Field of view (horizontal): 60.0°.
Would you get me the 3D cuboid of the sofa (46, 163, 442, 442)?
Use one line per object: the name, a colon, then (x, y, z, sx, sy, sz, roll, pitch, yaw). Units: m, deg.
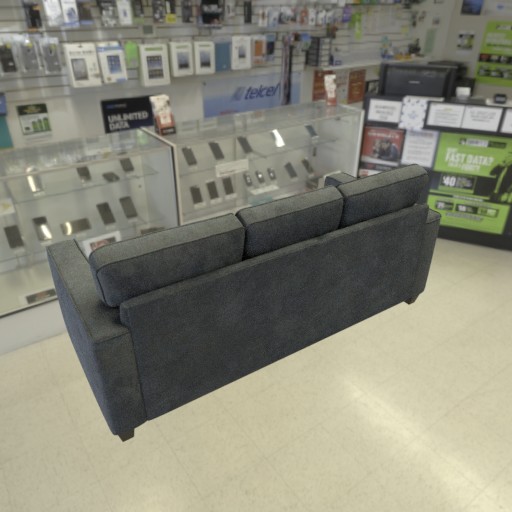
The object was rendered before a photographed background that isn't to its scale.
sofa: (0.000, 0.000, 2.614, 2.133, 0.965, 0.939, -18, 35, -28)
